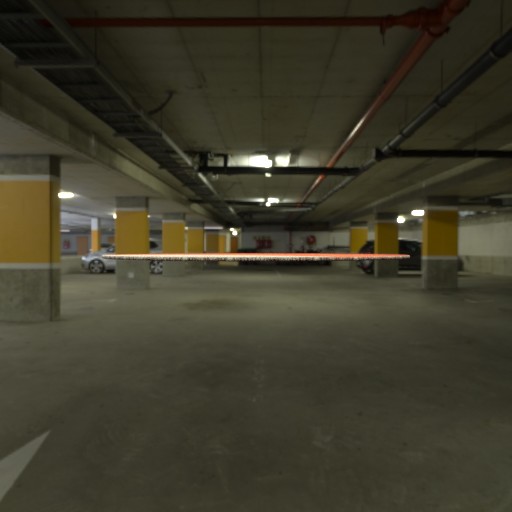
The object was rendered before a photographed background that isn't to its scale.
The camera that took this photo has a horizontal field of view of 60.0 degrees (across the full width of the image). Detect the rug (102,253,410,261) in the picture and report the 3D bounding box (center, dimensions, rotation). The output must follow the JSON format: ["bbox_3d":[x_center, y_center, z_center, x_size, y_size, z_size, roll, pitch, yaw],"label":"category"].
[{"bbox_3d":[0.000,0.000,2.305,1.514,0.015,1.514,0,1,0],"label":"rug"}]
